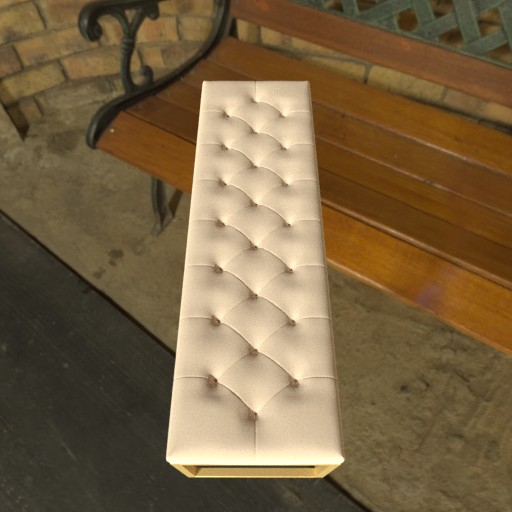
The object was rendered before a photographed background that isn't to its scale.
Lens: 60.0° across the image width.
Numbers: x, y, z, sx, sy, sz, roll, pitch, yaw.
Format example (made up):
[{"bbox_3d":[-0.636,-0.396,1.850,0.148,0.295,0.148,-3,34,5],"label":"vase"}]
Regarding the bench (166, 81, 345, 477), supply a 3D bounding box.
[{"bbox_3d":[0.000,0.000,1.682,0.457,0.484,1.473,0,59,0],"label":"bench"}]
